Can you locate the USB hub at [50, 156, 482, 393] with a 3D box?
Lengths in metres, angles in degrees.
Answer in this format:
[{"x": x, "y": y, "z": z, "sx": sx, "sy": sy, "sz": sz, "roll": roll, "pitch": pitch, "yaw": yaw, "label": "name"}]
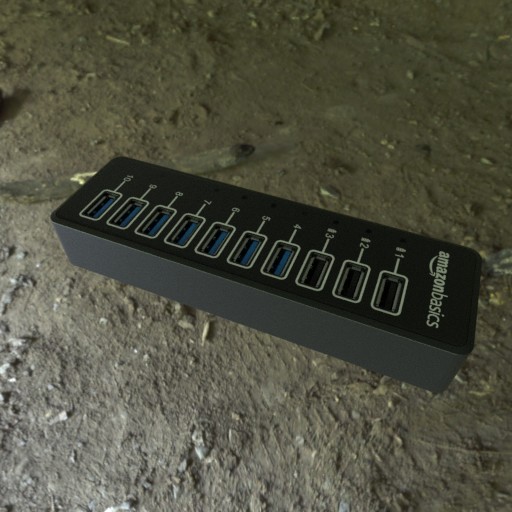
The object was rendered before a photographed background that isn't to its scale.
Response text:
[{"x": 0.000, "y": 0.000, "z": 0.160, "sx": 0.145, "sy": 0.023, "sz": 0.044, "roll": 17, "pitch": 49, "yaw": 15, "label": "USB hub"}]
